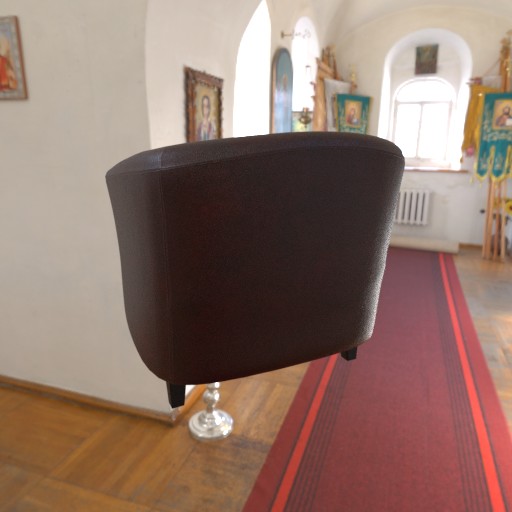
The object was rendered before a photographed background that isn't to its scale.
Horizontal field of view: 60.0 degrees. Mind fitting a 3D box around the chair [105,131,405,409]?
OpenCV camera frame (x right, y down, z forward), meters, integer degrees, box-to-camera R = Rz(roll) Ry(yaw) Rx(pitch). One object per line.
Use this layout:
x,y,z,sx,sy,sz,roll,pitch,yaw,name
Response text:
0.000,0.000,1.394,0.792,0.756,0.727,-8,17,-25,chair
